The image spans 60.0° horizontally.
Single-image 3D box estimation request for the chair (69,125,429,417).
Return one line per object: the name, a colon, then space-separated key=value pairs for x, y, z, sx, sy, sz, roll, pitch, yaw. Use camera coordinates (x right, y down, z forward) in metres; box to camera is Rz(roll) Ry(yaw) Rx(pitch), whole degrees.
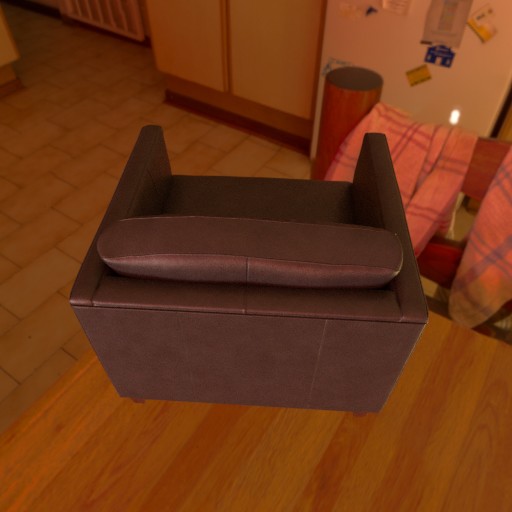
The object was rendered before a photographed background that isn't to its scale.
chair: x=0.000 y=0.000 z=1.593 sx=0.939 sy=0.811 sz=0.862 roll=3 pitch=48 yaw=2
